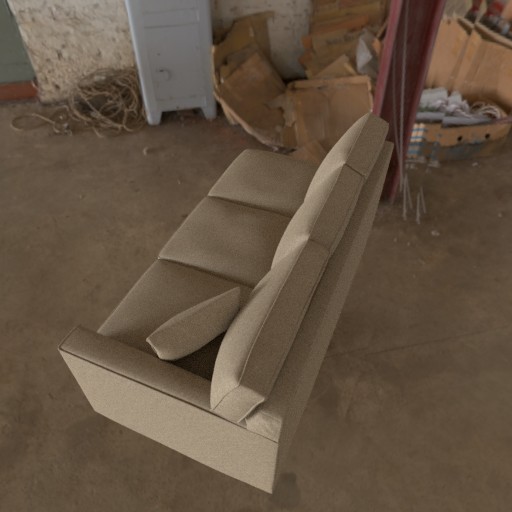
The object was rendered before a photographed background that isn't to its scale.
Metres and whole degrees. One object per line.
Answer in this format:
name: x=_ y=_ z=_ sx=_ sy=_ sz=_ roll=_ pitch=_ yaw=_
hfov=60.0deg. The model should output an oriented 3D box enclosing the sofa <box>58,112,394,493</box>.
sofa: x=0.000 y=0.000 z=2.458 sx=1.034 sy=0.946 sz=1.963 roll=17 pitch=48 yaw=16
